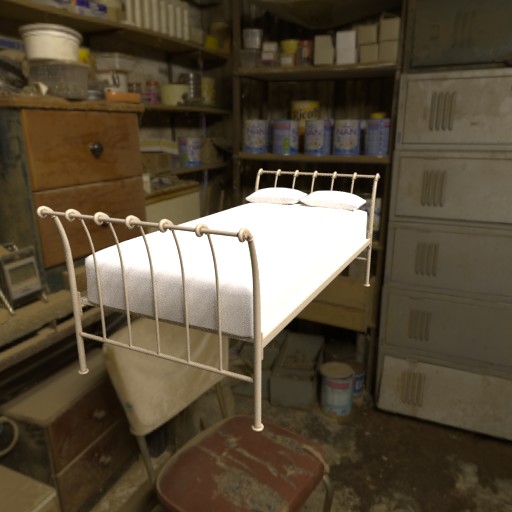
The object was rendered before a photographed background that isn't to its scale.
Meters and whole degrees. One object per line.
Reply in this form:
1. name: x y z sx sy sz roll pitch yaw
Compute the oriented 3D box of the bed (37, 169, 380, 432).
1. bed: 0.000 0.000 2.755 1.032 0.873 2.228 8 18 25
